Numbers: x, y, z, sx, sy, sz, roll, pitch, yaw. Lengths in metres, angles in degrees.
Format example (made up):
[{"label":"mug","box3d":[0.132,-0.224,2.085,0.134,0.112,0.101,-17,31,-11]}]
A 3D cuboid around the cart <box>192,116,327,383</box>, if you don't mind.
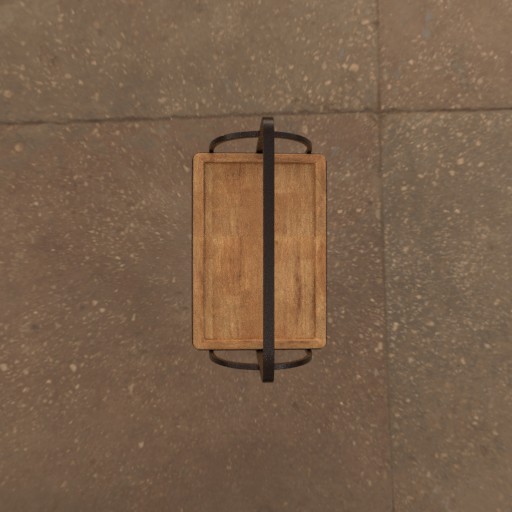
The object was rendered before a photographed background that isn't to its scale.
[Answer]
[{"label":"cart","box3d":[0.000,0.000,1.281,0.327,1.001,0.553,0,90,-2]}]
